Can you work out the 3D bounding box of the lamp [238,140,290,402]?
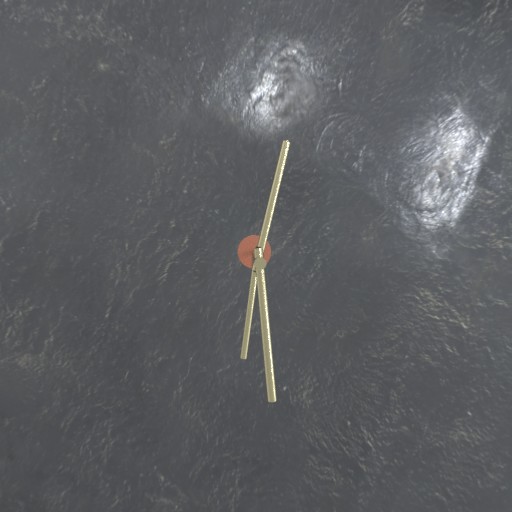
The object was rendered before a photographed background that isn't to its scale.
[{"bbox_3d":[0.000,0.000,1.926,0.209,1.704,0.737,0,91,-1],"label":"lamp"}]
